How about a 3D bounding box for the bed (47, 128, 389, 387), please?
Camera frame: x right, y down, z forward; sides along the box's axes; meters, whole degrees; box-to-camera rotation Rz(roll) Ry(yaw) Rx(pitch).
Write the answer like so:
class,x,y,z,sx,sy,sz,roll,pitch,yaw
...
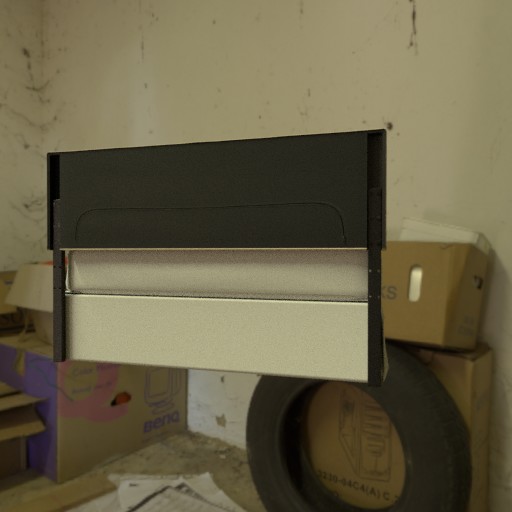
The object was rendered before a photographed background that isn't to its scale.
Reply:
class,x,y,z,sx,sy,sz,roll,pitch,yaw
bed,0.000,0.000,2.833,1.616,1.016,1.876,0,1,15
